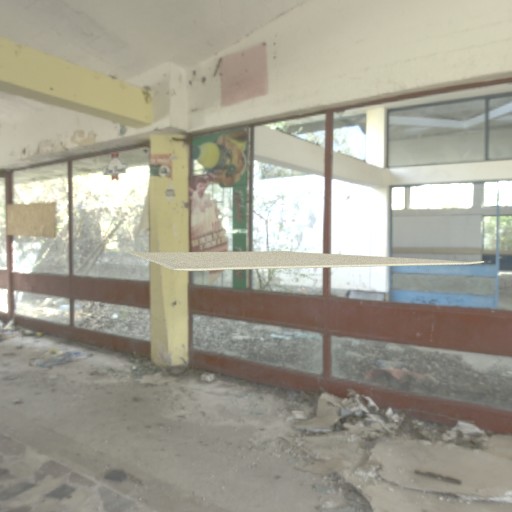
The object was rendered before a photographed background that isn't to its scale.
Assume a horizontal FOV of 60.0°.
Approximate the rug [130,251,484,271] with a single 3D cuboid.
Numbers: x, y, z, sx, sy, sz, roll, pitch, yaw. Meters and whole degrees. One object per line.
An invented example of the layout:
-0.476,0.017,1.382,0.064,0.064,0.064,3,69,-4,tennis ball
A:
0.000,0.000,2.442,1.214,0.023,1.947,-1,2,-20,rug
